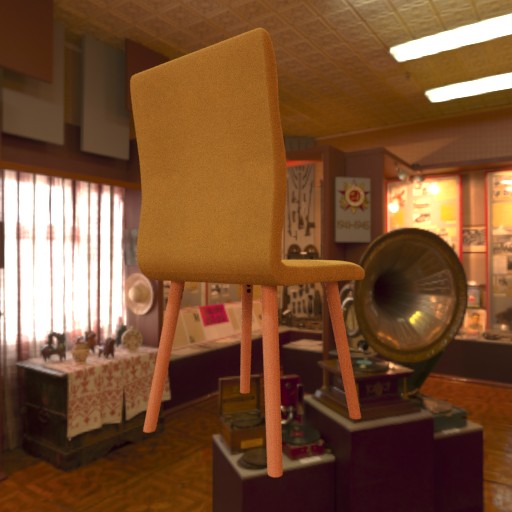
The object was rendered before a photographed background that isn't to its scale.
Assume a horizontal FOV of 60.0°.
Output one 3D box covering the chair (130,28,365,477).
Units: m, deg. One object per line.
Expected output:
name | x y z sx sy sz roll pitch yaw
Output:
chair | 0.000 0.000 1.275 0.450 0.965 0.550 0 0 36
